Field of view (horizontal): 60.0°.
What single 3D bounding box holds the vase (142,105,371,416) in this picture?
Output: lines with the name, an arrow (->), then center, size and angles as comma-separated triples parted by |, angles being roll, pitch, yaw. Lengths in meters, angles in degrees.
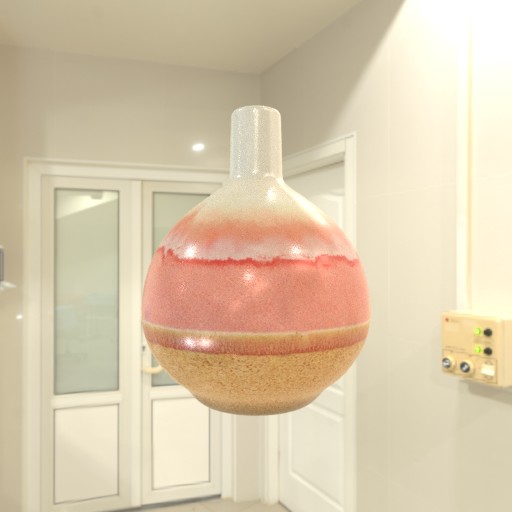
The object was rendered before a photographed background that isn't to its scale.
vase -> 0.000, 0.000, 0.273 | 0.137, 0.176, 0.137 | 0, 0, 0
